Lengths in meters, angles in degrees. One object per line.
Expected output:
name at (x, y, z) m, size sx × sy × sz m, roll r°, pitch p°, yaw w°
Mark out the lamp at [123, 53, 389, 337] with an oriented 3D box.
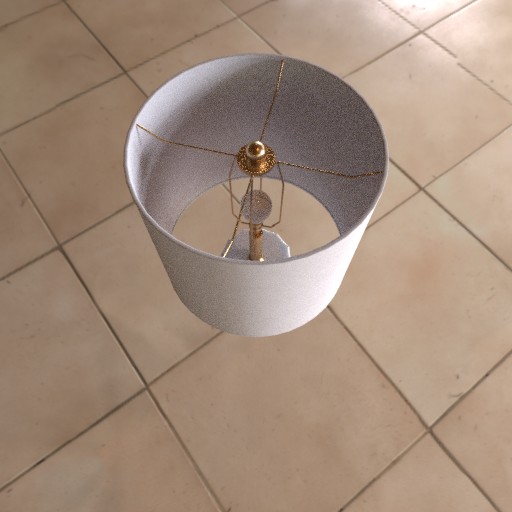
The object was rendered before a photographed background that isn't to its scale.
lamp at (0.000, 0.000, 0.706) m, size 0.277 × 0.537 × 0.277 m, roll -35°, pitch 69°, yaw -15°
